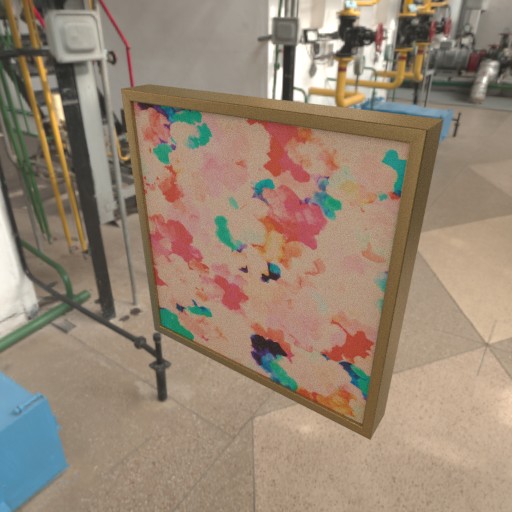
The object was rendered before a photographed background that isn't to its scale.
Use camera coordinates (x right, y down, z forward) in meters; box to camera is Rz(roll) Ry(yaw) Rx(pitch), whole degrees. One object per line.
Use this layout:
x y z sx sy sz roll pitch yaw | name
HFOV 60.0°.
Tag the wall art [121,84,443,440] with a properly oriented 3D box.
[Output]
0.000 0.000 0.456 0.304 0.305 0.038 19 34 30 | wall art
